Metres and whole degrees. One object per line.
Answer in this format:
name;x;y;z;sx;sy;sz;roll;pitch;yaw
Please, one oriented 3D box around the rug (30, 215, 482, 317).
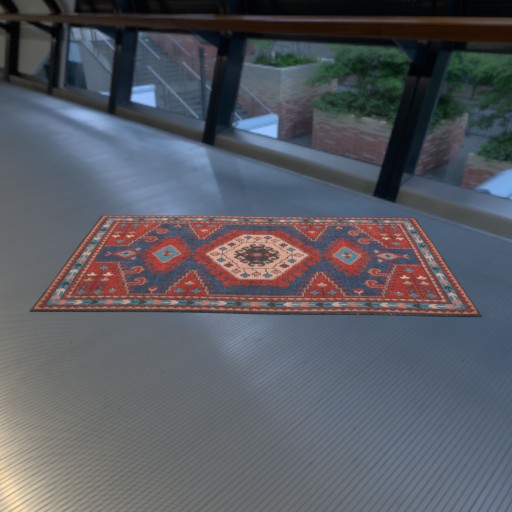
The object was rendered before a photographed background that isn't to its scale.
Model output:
rug;0.000;0.000;3.616;3.032;0.034;1.522;1;30;1
